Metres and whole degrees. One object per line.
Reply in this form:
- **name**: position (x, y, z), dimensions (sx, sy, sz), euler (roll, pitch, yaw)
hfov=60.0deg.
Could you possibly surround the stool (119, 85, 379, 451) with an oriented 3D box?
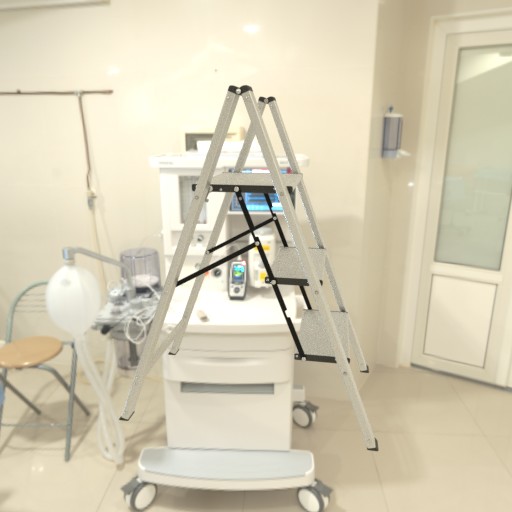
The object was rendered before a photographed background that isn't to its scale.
- **stool**: position (0.000, 0.000, 1.300), dimensions (0.730, 0.902, 0.441), euler (3, 17, 10)
